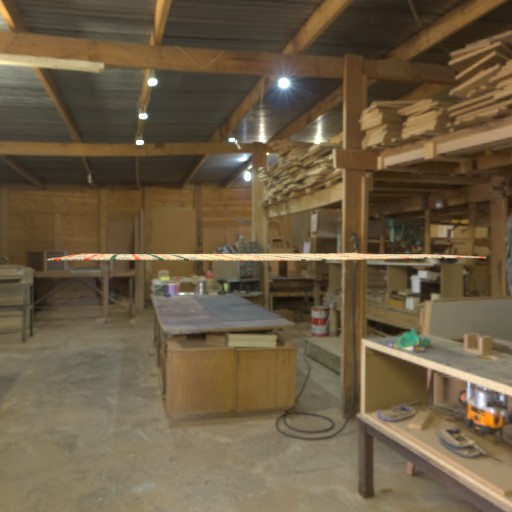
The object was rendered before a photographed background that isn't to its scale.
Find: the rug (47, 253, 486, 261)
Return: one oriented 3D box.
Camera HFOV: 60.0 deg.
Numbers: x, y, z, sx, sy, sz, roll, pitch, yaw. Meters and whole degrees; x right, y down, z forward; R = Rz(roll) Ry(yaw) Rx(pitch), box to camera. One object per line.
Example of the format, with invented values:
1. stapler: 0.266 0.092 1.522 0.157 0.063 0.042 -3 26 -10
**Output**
1. rug: 0.000 0.000 2.345 1.835 0.017 1.220 0 1 -16
